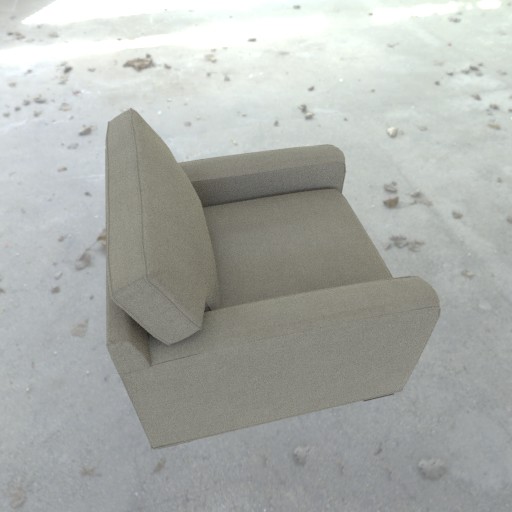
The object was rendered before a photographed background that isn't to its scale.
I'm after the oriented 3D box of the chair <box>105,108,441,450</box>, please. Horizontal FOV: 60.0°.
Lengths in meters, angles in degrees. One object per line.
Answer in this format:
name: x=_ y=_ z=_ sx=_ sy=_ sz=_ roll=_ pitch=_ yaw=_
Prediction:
chair: x=0.000 y=0.000 z=1.769 sx=1.044 sy=0.934 sz=0.999 roll=-10 pitch=47 yaw=-9
